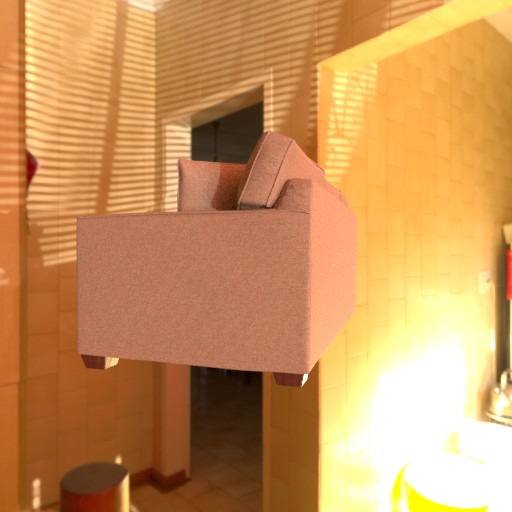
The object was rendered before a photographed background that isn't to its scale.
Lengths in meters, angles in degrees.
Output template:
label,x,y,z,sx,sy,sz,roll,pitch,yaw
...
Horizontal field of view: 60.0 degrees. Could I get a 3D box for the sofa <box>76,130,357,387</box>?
label,x,y,z,sx,sy,sz,roll,pitch,yaw
sofa,0.000,0.000,2.637,1.034,0.946,1.963,0,0,18
